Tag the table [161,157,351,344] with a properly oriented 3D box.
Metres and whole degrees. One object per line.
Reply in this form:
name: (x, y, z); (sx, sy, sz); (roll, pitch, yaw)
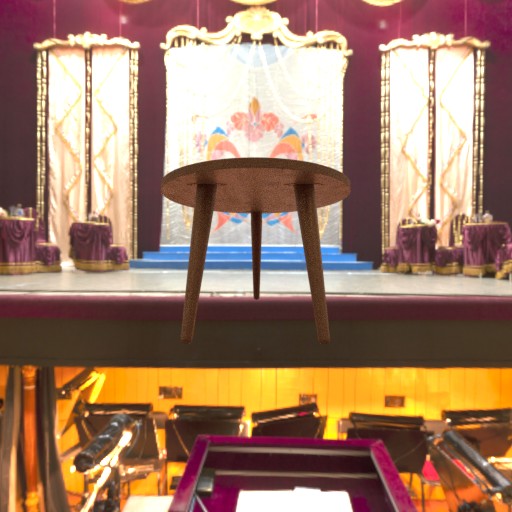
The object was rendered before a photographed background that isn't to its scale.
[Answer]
table: (0.000, 0.000, 1.381); (0.542, 0.390, 1.083); (0, 1, 0)
